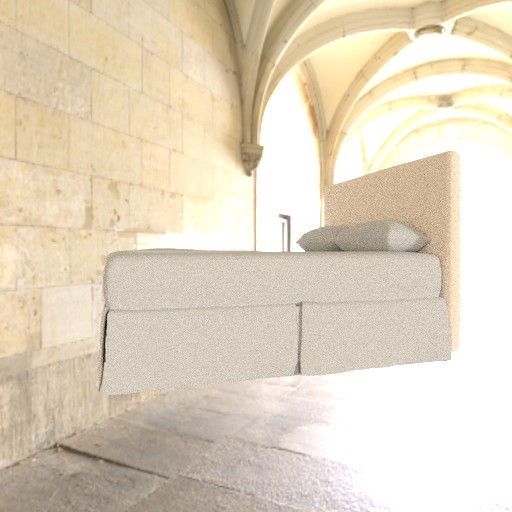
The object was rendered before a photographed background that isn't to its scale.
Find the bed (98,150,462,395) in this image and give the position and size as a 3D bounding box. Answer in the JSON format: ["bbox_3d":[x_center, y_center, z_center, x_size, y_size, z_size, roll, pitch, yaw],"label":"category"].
[{"bbox_3d":[0.000,0.000,3.195,2.142,1.330,1.748,0,1,-18],"label":"bed"}]
